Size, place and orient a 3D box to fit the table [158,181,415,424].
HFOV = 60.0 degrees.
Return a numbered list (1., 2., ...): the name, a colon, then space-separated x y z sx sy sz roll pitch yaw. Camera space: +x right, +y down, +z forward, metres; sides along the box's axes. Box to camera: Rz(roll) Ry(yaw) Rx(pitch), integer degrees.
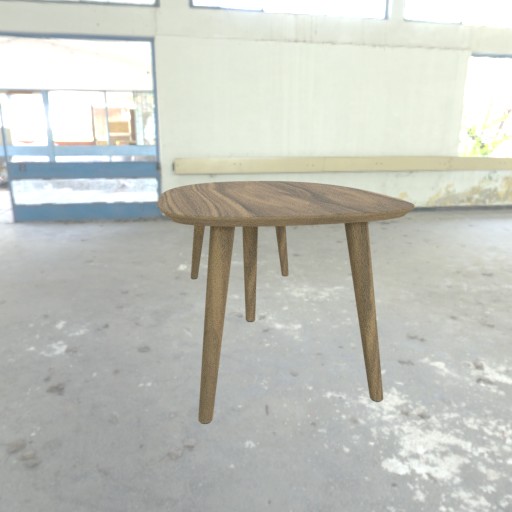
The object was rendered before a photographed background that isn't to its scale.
1. table: 0.000 0.000 1.331 0.527 0.429 1.084 -2 15 -8
